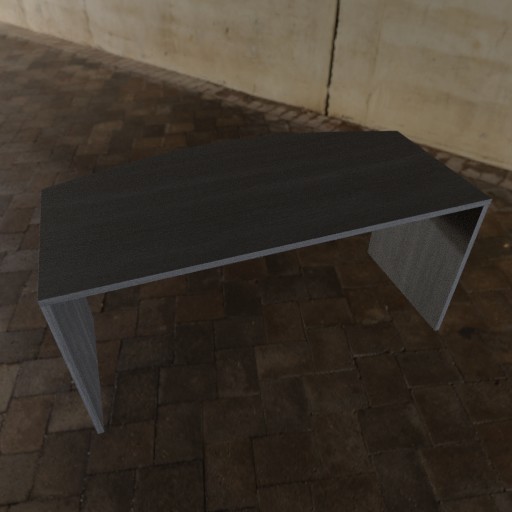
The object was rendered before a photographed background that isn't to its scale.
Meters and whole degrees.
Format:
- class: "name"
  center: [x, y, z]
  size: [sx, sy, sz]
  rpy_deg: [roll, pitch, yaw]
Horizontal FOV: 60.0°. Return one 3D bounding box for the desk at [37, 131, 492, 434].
- class: "desk"
  center: [0.000, 0.000, 1.992]
  size: [1.600, 0.750, 0.802]
  rpy_deg: [-13, 42, -15]
